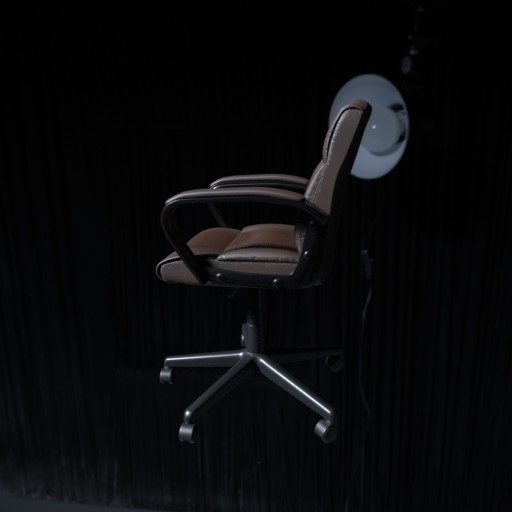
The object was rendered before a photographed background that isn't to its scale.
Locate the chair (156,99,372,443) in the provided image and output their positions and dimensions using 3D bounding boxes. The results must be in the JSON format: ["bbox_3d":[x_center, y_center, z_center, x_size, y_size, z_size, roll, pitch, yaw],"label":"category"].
[{"bbox_3d":[0.000,0.000,1.529,0.717,1.004,0.739,2,15,9],"label":"chair"}]
